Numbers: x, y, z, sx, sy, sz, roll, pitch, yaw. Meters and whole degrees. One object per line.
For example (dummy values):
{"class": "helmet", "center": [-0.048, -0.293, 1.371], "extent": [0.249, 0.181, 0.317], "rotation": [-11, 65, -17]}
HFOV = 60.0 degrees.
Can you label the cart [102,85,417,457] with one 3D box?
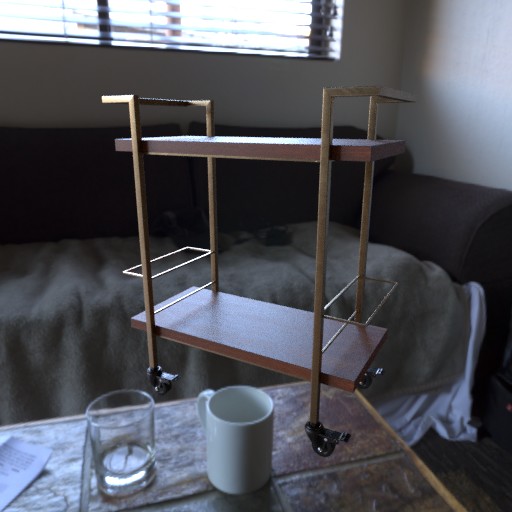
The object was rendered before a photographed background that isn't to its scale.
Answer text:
{"class": "cart", "center": [0.000, 0.000, 1.184], "extent": [0.695, 0.807, 0.364], "rotation": [9, 19, 28]}
